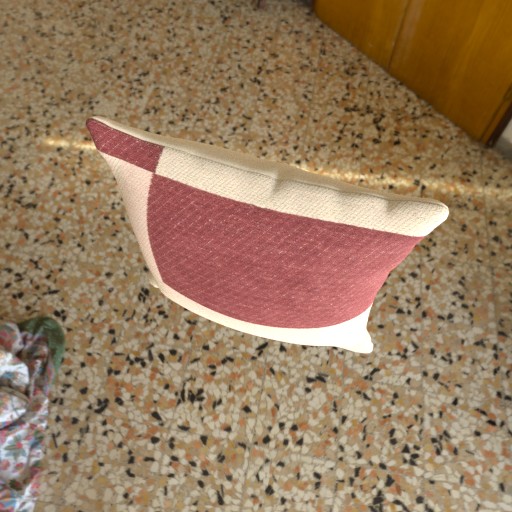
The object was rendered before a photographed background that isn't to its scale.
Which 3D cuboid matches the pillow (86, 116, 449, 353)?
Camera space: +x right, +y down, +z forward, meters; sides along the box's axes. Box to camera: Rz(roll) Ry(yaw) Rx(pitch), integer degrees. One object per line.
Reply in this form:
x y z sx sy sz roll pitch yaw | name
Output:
0.000 0.000 0.795 0.536 0.506 0.229 17 61 10 | pillow
